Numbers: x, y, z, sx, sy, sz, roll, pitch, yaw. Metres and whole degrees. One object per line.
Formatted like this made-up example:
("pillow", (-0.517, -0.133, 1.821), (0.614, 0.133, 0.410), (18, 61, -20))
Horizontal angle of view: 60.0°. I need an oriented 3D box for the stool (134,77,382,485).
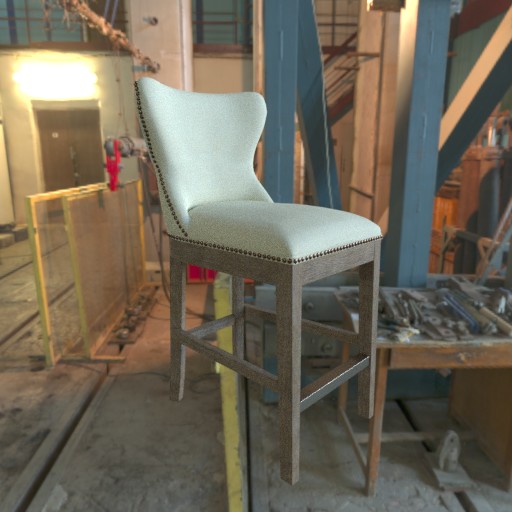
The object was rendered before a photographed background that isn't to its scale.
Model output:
("stool", (0.000, 0.000, 1.302), (0.608, 0.981, 0.498), (12, 18, 41))
